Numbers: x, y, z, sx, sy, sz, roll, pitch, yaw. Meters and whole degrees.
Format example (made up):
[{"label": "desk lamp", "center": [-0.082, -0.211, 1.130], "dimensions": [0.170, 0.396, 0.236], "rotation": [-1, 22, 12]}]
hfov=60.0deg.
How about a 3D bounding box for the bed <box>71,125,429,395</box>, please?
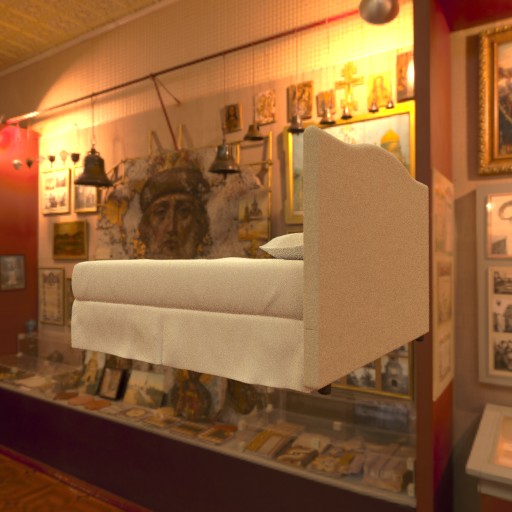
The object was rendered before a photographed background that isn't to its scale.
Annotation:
[{"label": "bed", "center": [0.000, 0.000, 3.570], "dimensions": [2.182, 1.421, 2.083], "rotation": [0, -1, 35]}]
